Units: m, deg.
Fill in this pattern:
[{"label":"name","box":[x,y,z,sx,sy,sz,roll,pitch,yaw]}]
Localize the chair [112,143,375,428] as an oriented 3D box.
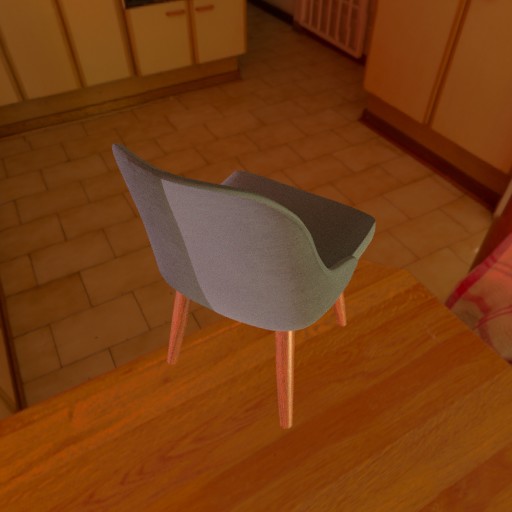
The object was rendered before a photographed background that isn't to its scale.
[{"label":"chair","box":[0.000,0.000,1.188,0.503,0.882,0.589,23,50,21]}]
